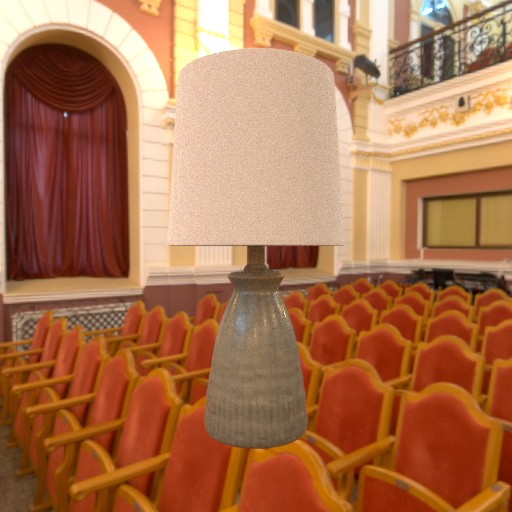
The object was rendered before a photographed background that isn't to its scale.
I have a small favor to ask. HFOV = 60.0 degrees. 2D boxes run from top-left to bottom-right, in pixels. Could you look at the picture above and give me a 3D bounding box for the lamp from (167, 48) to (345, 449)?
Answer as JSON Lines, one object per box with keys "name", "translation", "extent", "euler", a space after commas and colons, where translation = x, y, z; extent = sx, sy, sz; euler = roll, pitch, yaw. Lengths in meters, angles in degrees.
{"name": "lamp", "translation": [0.000, 0.000, 0.475], "extent": [0.186, 0.369, 0.186], "euler": [0, 1, 0]}
